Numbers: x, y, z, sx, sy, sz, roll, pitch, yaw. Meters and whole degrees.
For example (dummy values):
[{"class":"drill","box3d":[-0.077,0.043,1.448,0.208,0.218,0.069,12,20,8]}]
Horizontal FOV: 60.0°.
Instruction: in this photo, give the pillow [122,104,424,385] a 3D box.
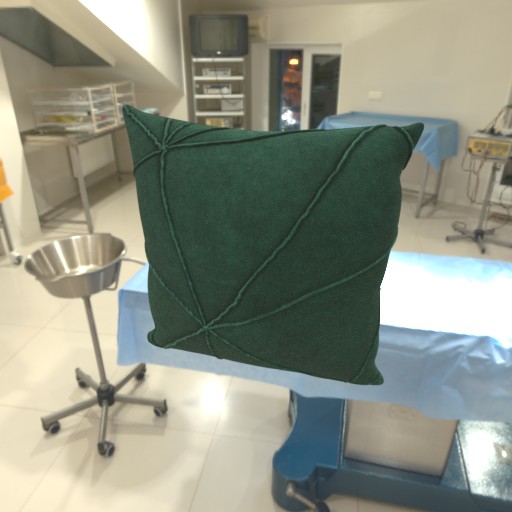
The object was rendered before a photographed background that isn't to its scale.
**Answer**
[{"class":"pillow","box3d":[0.000,0.000,0.698,0.439,0.440,0.184,7,27,15]}]
